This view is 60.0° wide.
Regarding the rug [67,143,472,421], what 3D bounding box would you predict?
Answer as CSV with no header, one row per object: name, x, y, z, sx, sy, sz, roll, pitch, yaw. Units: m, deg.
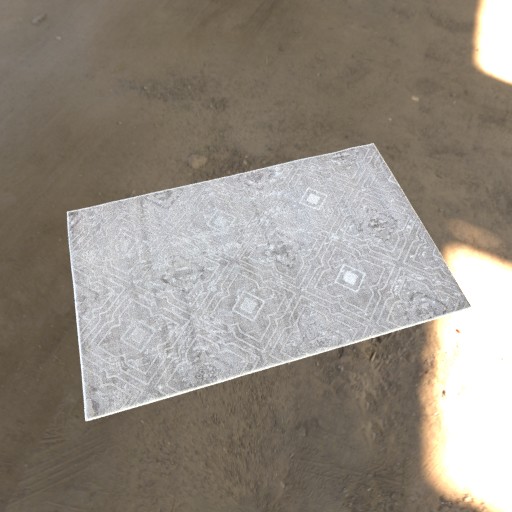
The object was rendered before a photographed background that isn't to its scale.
rug,0.000,0.000,3.046,2.447,0.036,1.537,-14,60,-8
